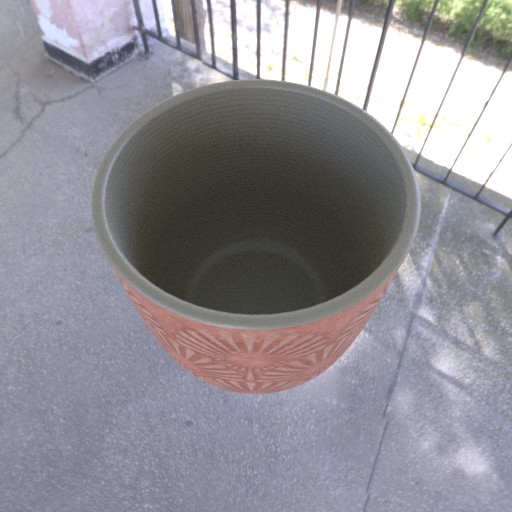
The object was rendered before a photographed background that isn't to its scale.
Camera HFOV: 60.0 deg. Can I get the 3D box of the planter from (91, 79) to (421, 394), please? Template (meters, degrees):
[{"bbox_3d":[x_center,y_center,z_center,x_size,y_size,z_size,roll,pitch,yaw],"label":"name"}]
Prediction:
[{"bbox_3d":[0.000,0.000,0.214,0.124,0.109,0.124,0,57,0],"label":"planter"}]
